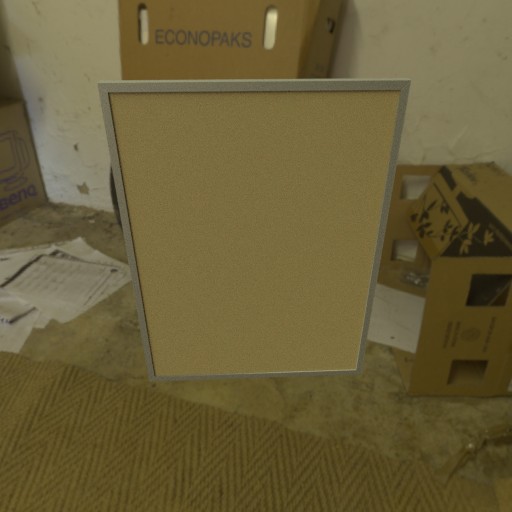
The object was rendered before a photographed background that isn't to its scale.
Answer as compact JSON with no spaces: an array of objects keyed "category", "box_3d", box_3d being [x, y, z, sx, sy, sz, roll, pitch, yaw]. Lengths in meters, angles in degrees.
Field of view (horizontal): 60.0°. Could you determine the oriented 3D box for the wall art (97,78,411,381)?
[{"category":"wall art","box_3d":[0.000,0.000,1.395,0.789,1.042,0.034,-1,31,-2]}]
